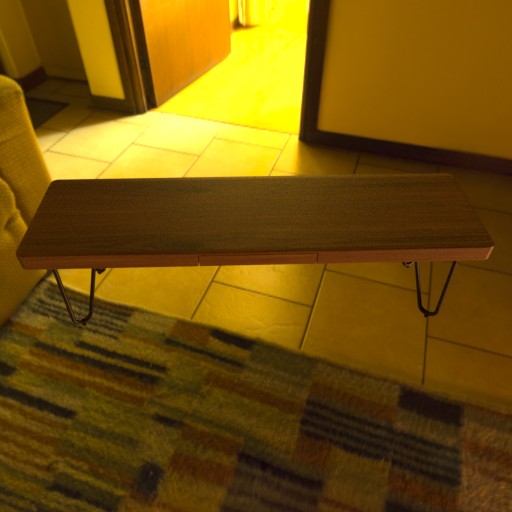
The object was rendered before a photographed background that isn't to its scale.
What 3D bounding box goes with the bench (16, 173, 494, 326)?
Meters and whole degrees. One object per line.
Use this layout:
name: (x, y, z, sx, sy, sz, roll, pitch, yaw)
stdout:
bench: (0.000, 0.000, 1.747, 1.570, 0.462, 0.425, -1, 45, -1)
